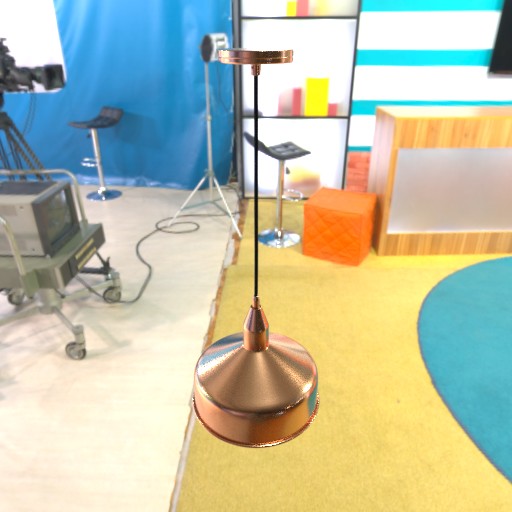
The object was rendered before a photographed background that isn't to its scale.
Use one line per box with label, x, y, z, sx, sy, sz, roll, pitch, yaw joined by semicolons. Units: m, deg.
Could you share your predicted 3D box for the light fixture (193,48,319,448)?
light fixture;0.000;0.000;0.891;0.301;0.754;0.301;-19;32;-32
